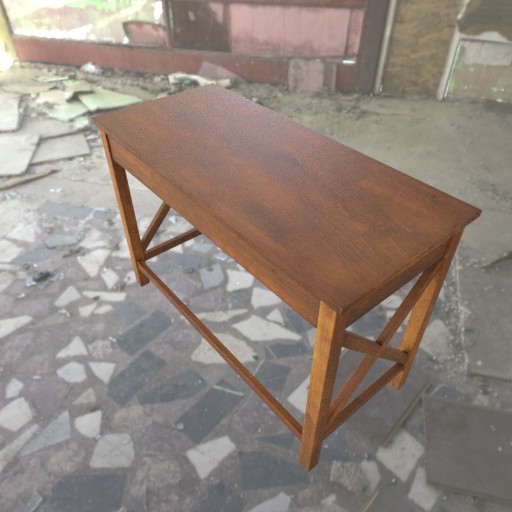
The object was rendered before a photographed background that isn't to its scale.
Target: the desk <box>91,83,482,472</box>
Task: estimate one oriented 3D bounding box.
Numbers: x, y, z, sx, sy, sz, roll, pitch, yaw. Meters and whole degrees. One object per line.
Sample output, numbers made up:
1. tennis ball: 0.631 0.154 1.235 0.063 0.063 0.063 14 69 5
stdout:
1. desk: 0.000 0.000 1.529 0.508 0.762 1.117 -29 48 -29
